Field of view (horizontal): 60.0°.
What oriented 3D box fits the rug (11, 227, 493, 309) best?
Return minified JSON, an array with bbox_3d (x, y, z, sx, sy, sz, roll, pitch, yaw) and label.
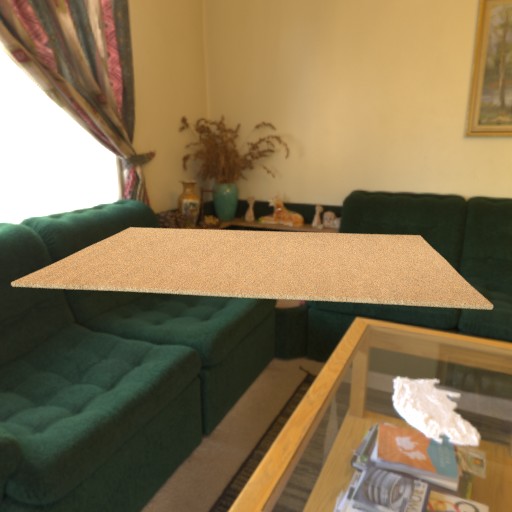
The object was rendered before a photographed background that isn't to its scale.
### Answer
[{"bbox_3d":[0.000,0.000,2.851,2.346,0.025,1.500,2,15,8],"label":"rug"}]
